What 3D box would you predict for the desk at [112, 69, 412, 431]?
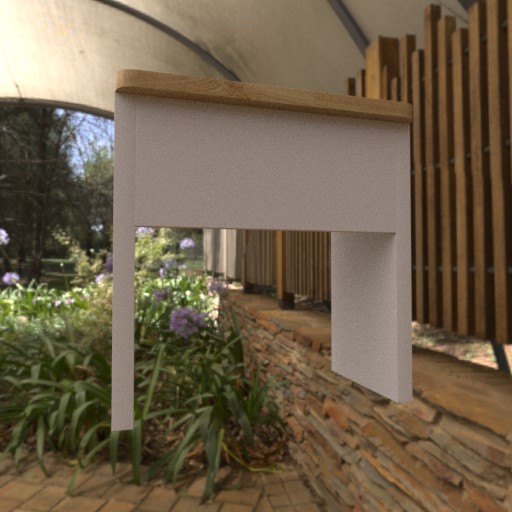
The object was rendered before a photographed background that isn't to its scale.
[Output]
[{"bbox_3d":[0.000,0.000,1.252,0.760,0.790,0.440,0,-2,-17],"label":"desk"}]
